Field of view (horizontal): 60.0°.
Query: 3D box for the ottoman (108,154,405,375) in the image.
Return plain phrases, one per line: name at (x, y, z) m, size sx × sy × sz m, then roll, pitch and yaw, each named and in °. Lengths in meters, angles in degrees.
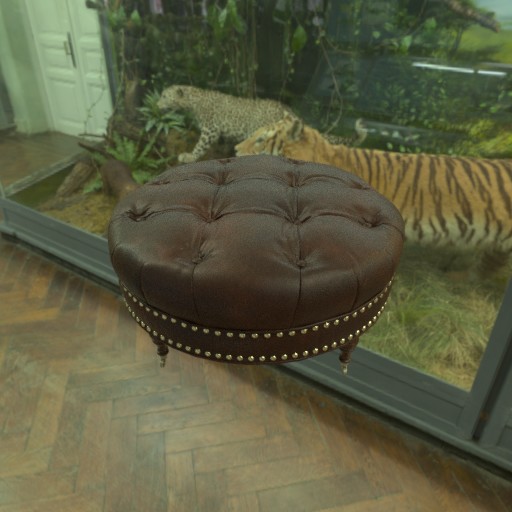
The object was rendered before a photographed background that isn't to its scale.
ottoman at (0.000, 0.000, 1.420) m, size 0.901 × 0.455 × 0.901 m, roll 0°, pitch 31°, yaw 0°
